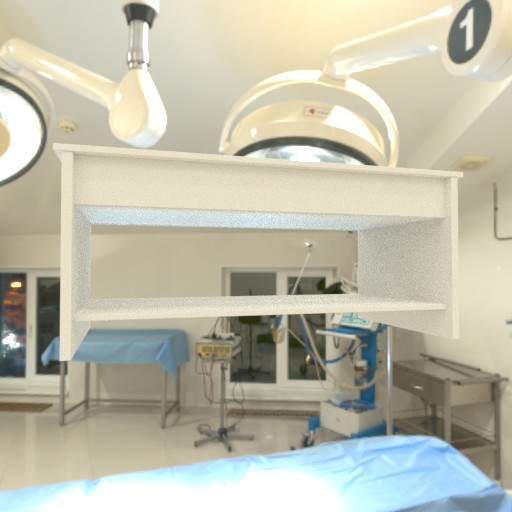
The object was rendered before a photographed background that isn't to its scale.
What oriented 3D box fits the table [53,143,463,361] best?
[{"bbox_3d":[0.000,0.000,1.271,1.000,0.441,0.500,0,-1,-16],"label":"table"}]
